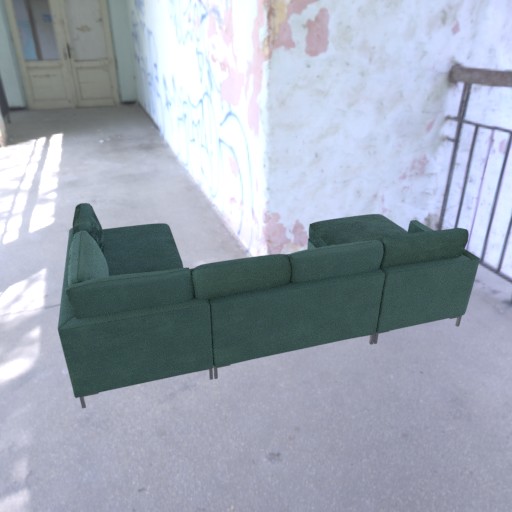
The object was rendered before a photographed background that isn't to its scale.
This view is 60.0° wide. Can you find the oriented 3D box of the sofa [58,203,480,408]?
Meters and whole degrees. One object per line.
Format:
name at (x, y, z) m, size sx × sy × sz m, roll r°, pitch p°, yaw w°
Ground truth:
sofa at (0.000, 0.000, 4.322) m, size 3.434 × 0.992 × 2.055 m, roll -8°, pitch 29°, yaw -16°
